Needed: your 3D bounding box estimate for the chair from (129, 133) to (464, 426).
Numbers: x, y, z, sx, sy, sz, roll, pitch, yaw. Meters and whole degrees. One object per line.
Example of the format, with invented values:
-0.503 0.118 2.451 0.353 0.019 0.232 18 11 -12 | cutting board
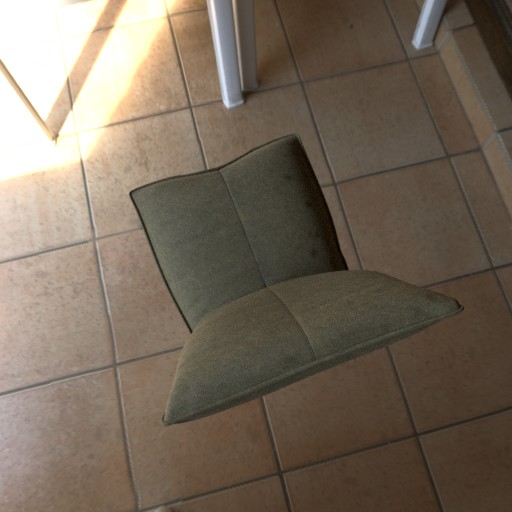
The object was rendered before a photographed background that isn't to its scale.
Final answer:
0.000 0.000 1.262 0.597 0.811 0.696 -20 76 -5 | chair
